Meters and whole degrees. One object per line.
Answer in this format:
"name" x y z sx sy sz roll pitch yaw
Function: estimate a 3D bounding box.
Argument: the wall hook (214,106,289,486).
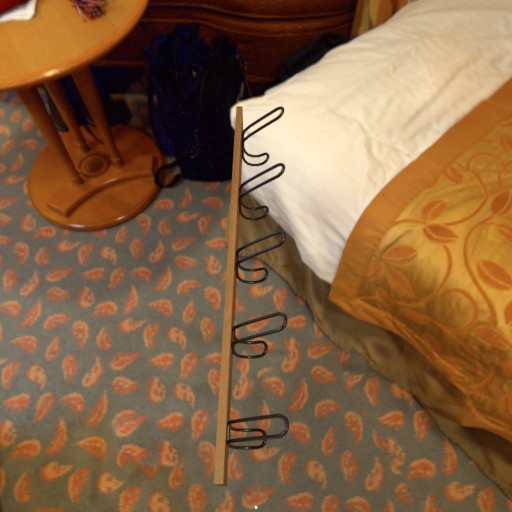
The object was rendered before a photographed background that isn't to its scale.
"wall hook" 0.000 0.000 0.603 0.076 0.116 0.554 1 60 1
